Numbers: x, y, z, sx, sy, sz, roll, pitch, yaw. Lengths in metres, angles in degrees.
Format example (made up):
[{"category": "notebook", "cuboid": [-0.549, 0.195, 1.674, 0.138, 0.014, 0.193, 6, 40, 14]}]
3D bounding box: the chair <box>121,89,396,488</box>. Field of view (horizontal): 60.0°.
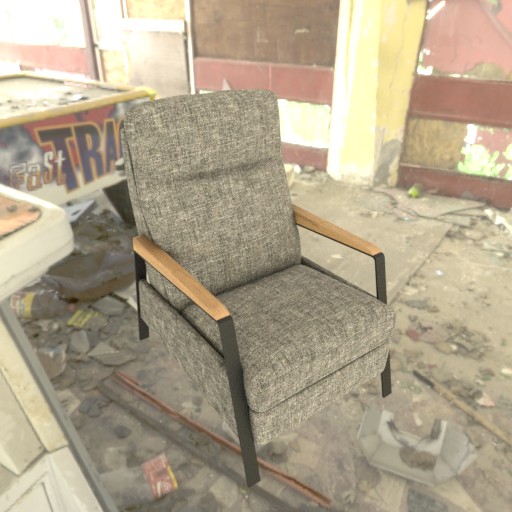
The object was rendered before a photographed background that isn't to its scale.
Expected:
[{"category": "chair", "cuboid": [0.000, 0.000, 1.600, 0.671, 1.042, 0.868, -19, 35, -30]}]
